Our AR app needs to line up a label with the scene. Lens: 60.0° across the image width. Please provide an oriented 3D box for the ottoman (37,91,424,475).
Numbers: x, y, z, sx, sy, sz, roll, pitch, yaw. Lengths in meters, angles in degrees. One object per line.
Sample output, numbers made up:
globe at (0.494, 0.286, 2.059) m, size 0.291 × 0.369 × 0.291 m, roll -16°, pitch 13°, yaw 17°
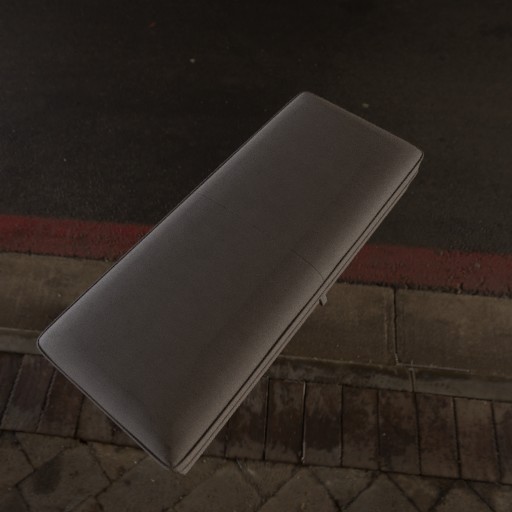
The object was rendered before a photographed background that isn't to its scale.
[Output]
ottoman at (0.000, 0.000, 2.004) m, size 0.751 × 0.470 × 1.764 m, roll 34°, pitch 66°, yaw 18°
